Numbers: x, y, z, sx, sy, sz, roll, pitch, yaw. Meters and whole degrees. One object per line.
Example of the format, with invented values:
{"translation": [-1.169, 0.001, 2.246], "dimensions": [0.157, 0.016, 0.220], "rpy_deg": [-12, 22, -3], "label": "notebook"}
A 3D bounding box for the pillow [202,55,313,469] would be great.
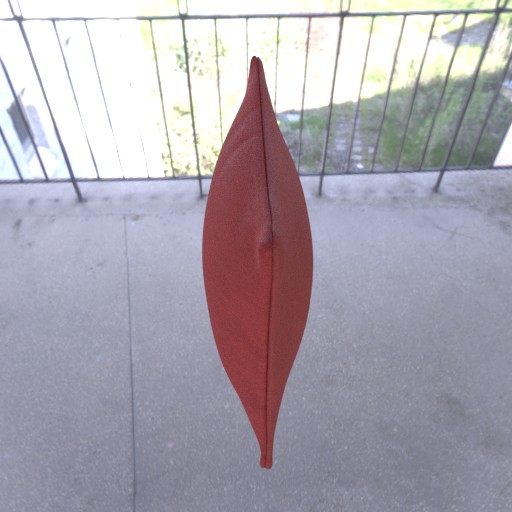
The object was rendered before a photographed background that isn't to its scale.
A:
{"translation": [0.000, 0.000, 0.634], "dimensions": [0.151, 0.416, 0.435], "rpy_deg": [-1, 42, -1], "label": "pillow"}
